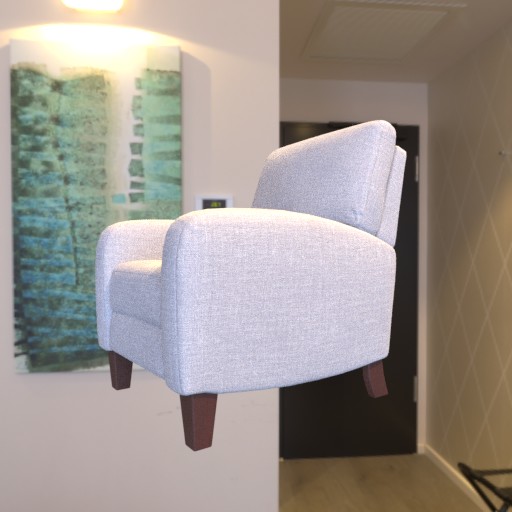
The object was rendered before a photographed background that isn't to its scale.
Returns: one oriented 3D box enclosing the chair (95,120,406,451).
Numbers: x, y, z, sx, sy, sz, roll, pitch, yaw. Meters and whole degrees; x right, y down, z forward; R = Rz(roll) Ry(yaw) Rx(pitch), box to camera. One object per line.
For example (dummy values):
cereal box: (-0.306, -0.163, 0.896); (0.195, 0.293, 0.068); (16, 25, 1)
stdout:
chair: (0.000, 0.000, 1.642); (0.990, 0.990, 0.762); (-1, 1, -36)
